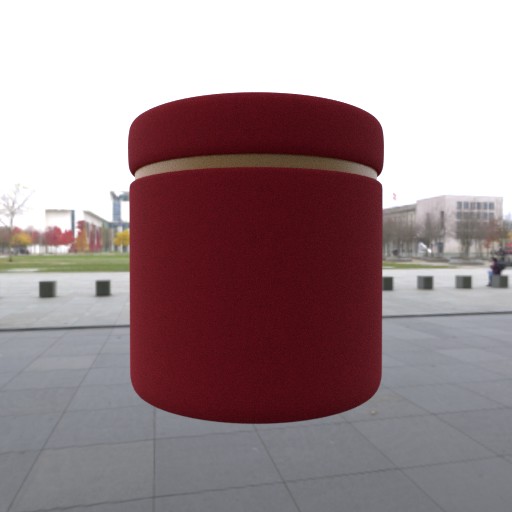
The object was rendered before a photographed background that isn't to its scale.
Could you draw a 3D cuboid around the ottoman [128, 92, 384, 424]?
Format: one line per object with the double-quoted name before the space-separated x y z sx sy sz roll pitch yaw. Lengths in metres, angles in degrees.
"ottoman" 0.000 0.000 0.722 0.400 0.406 0.400 0 1 0
